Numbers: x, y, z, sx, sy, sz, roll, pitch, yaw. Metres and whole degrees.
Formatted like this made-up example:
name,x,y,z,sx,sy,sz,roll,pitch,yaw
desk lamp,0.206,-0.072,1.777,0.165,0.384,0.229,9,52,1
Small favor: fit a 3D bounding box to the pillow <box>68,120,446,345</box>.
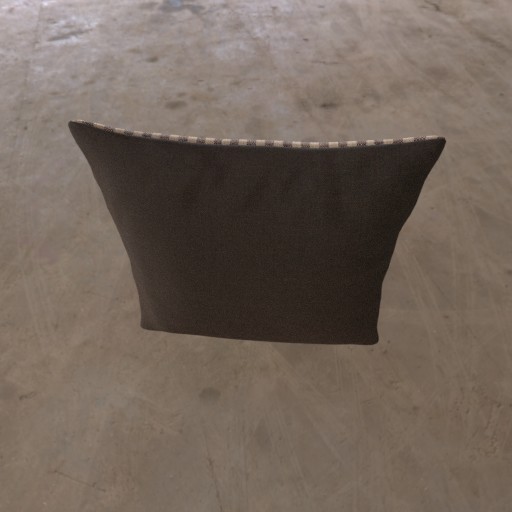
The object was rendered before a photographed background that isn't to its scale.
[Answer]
name,x,y,z,sx,sy,sz,roll,pitch,yaw
pillow,0.000,0.000,0.784,0.523,0.506,0.166,3,46,3
